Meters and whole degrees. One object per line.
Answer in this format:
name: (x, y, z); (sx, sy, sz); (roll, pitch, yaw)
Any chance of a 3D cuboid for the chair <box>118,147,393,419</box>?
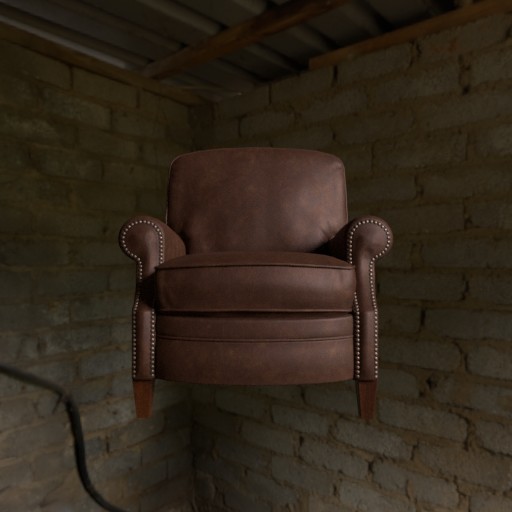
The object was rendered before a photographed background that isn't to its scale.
chair: (0.000, 0.000, 1.767); (0.936, 1.018, 0.986); (0, 0, 1)
